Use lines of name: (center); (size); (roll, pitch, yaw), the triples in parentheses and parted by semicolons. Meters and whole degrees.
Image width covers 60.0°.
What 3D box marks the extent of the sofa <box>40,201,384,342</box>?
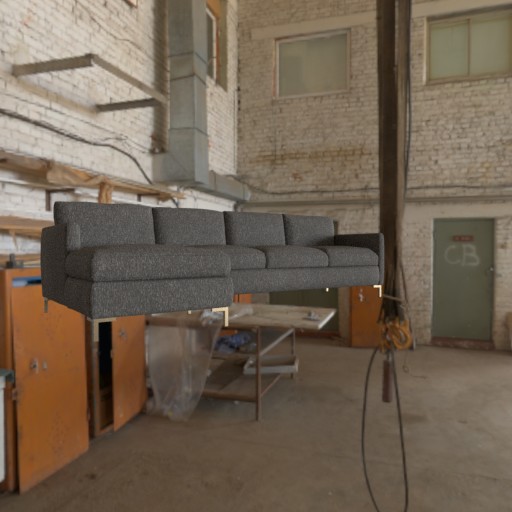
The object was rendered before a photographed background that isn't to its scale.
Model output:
sofa: (0.000, 0.000, 3.501); (2.932, 0.810, 1.350); (-1, 1, -36)
